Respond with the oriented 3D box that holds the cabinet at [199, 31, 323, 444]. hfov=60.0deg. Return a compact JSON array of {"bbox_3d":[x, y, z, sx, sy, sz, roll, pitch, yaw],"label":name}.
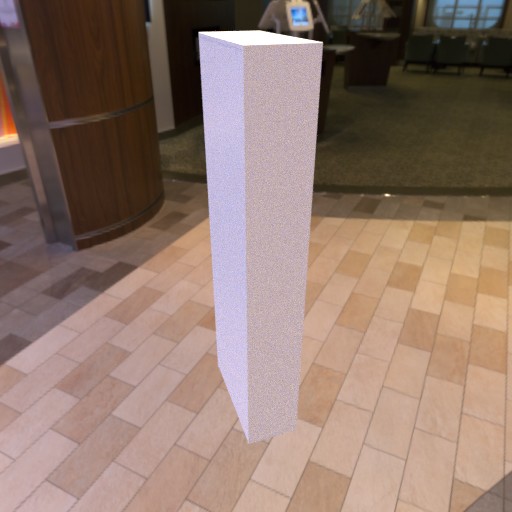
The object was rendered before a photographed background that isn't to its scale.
[{"bbox_3d":[0.000,0.000,1.833,0.255,1.630,0.520,-10,32,-17],"label":"cabinet"}]
